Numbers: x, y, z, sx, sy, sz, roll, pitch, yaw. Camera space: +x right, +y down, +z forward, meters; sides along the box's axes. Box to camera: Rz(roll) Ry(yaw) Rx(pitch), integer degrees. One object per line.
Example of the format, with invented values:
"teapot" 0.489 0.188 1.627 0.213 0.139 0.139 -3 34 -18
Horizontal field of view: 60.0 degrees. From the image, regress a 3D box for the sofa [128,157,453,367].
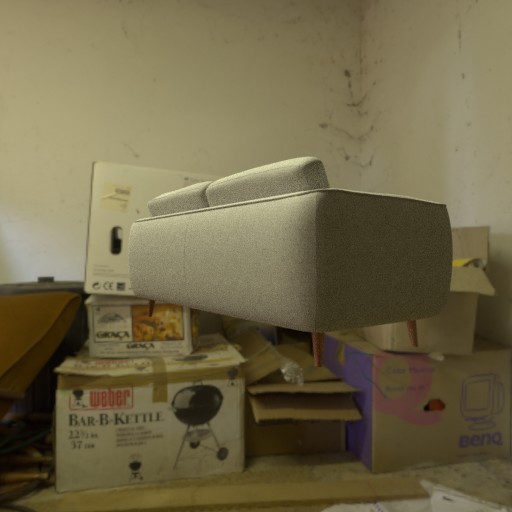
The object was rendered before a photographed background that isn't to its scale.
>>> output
"sofa" 0.000 0.000 2.593 0.920 0.850 2.000 0 0 -36
